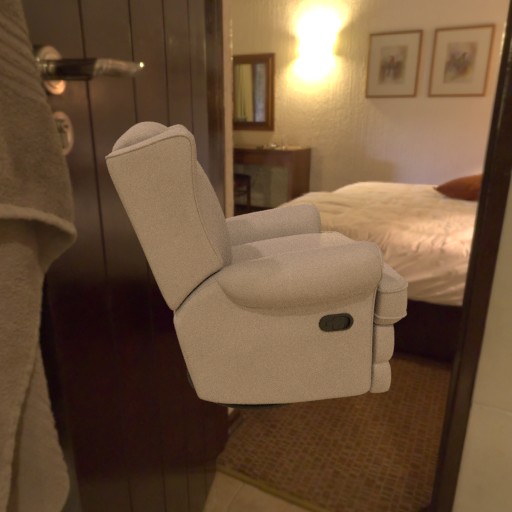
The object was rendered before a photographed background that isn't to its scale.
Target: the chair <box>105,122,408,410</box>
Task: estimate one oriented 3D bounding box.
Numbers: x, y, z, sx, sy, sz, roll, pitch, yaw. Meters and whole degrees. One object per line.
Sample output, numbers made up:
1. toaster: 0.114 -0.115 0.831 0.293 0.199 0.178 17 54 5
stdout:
1. chair: 0.000 0.000 1.741 0.969 1.011 0.847 -3 18 -9
